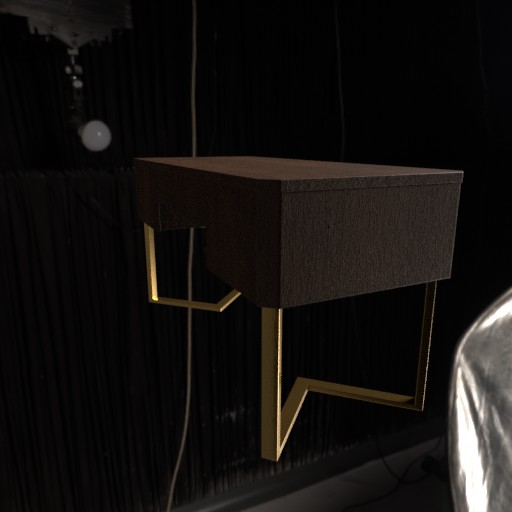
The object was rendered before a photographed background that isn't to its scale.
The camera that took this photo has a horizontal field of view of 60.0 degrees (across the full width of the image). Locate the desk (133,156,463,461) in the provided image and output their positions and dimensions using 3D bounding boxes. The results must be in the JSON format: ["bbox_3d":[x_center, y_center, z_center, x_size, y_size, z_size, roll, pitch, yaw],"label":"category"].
[{"bbox_3d":[0.000,0.000,1.851,0.684,0.762,1.479,-7,16,-25],"label":"desk"}]
